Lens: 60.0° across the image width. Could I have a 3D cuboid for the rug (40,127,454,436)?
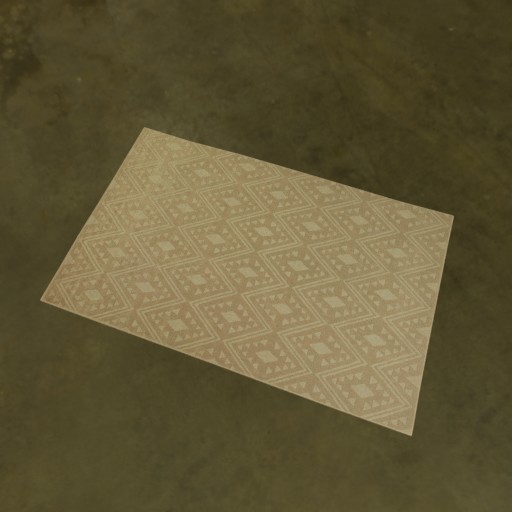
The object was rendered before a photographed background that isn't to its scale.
[{"bbox_3d":[0.000,0.000,3.017,2.430,0.053,1.553,18,66,8],"label":"rug"}]
